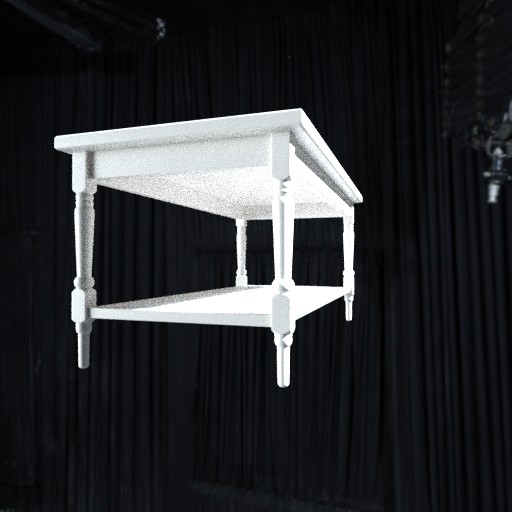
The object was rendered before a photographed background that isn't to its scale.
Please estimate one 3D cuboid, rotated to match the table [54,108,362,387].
[{"bbox_3d":[0.000,0.000,1.395,0.550,0.510,1.107,0,-1,19],"label":"table"}]
